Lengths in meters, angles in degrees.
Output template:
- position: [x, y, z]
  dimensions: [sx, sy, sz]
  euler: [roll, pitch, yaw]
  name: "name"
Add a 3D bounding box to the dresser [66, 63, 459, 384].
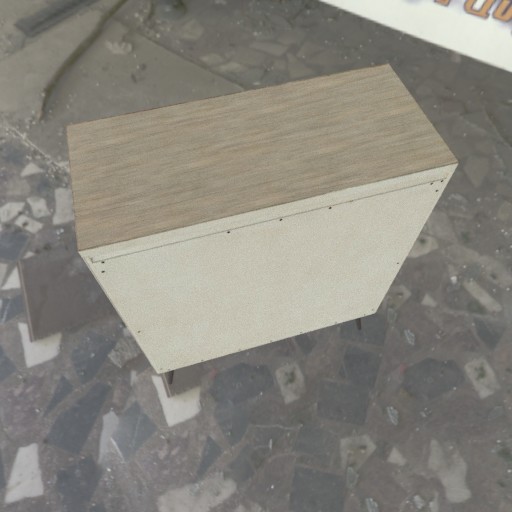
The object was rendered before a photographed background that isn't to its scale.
- position: [0.000, 0.000, 1.758]
  dimensions: [1.016, 1.219, 0.457]
  euler: [-14, 60, -8]
  name: "dresser"
